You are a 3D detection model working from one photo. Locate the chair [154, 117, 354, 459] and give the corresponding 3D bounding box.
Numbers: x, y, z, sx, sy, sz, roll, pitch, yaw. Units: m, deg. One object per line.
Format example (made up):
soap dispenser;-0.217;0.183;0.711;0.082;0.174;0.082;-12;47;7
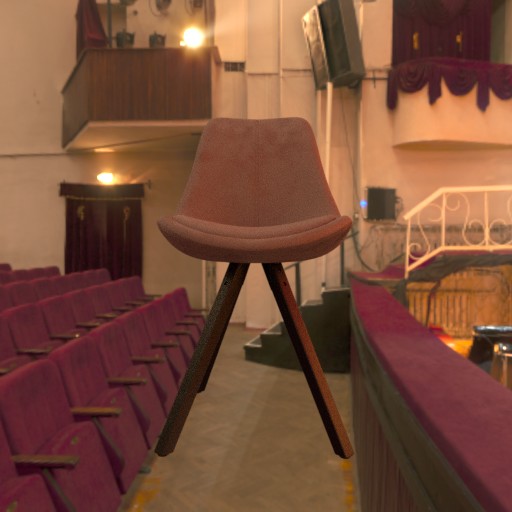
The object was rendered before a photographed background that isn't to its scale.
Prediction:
chair;0.000;0.000;1.171;0.483;0.865;0.547;0;2;1
